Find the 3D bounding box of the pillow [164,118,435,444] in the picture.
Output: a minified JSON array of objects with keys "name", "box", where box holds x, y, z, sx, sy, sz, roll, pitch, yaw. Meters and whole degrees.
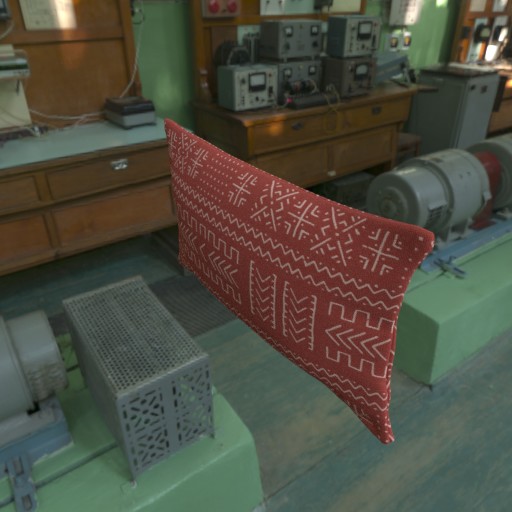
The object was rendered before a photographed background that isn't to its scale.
[{"name":"pillow","box":[0.000,0.000,0.775,0.130,0.352,0.640,-21,37,-31]}]
